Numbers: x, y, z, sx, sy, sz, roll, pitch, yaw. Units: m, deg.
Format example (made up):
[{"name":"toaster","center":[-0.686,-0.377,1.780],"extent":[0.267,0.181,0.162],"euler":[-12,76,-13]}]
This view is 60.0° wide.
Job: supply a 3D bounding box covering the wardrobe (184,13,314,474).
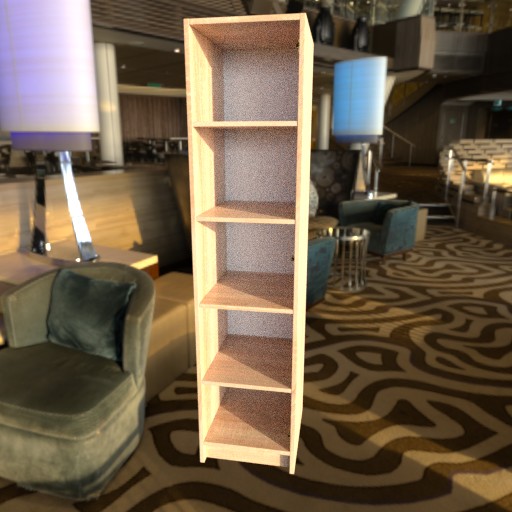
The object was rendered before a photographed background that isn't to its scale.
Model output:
[{"name":"wardrobe","center":[0.000,0.000,2.303],"extent":[0.496,2.117,0.588],"euler":[3,15,10]}]
